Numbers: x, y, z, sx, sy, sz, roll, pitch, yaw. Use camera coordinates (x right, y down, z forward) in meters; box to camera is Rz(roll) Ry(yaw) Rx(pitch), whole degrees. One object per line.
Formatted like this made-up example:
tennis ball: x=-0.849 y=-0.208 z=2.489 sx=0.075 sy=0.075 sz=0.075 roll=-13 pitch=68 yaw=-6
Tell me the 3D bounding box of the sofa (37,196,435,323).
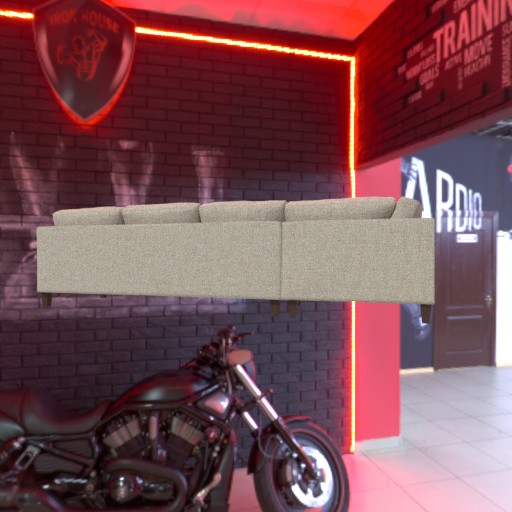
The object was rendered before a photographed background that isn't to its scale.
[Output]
sofa: x=0.000 y=0.000 z=4.451 sx=3.182 sy=0.863 sz=2.432 roll=0 pitch=0 yaw=18
